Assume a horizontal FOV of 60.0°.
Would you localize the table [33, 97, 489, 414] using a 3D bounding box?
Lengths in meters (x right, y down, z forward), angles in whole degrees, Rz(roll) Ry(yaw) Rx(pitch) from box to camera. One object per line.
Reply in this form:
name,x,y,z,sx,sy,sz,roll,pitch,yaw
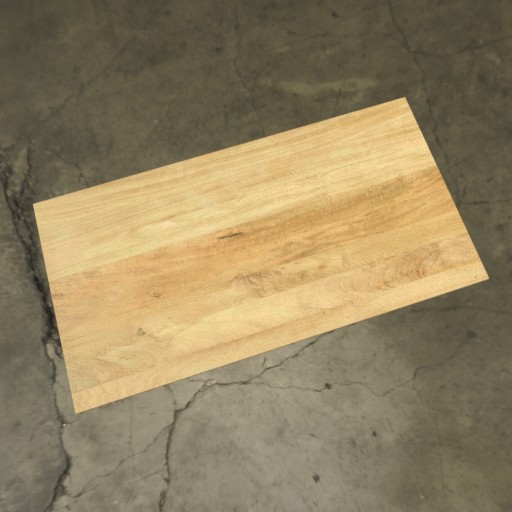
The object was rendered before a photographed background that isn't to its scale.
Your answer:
table,0.000,0.000,1.645,1.348,0.400,0.699,-17,76,-4
